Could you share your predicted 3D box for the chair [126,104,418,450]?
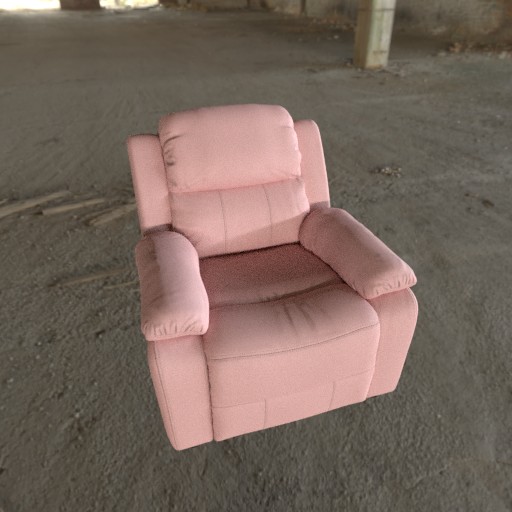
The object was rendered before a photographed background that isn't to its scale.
[{"bbox_3d":[0.000,0.000,1.257,0.680,0.702,0.709,-10,33,-15],"label":"chair"}]
